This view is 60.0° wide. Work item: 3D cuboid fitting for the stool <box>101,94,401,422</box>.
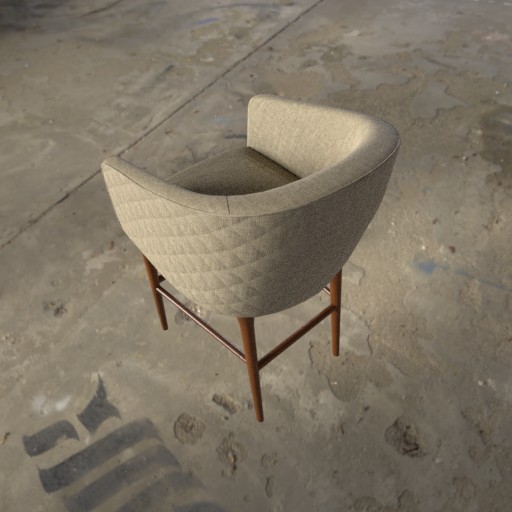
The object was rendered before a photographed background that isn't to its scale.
[{"bbox_3d":[0.000,0.000,1.332,0.559,0.952,0.635,-33,55,-27],"label":"stool"}]
